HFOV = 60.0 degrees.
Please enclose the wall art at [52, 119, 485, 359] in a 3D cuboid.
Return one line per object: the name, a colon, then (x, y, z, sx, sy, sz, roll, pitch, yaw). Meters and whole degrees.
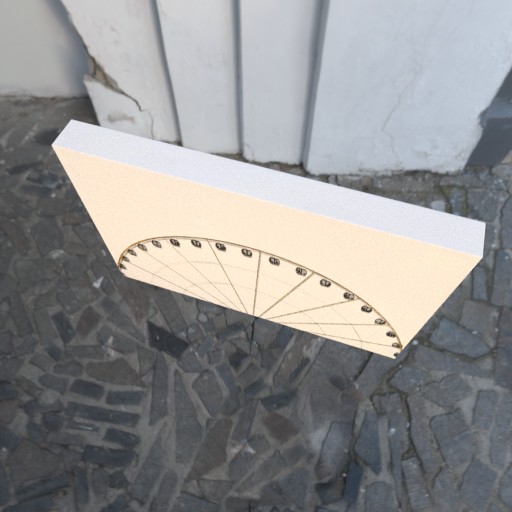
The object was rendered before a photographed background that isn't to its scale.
wall art: (0.000, 0.000, 0.494, 0.384, 0.254, 0.039, 16, 61, 9)
